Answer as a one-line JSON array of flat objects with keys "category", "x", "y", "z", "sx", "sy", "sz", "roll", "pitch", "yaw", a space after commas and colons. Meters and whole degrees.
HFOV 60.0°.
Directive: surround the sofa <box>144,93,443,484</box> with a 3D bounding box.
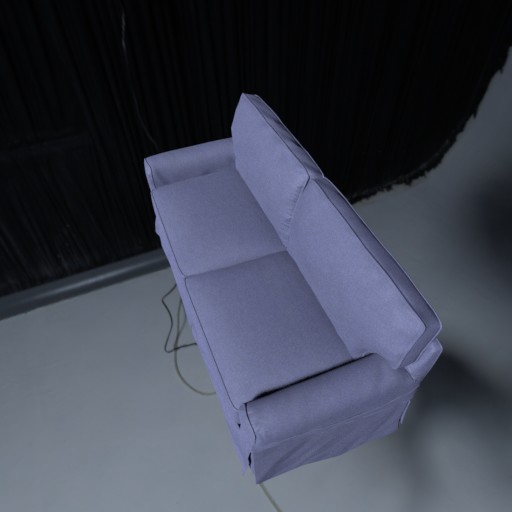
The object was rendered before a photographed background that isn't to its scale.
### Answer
[{"category": "sofa", "x": 0.000, "y": 0.000, "z": 2.784, "sx": 0.983, "sy": 1.094, "sz": 2.256, "roll": -17, "pitch": 50, "yaw": -15}]
